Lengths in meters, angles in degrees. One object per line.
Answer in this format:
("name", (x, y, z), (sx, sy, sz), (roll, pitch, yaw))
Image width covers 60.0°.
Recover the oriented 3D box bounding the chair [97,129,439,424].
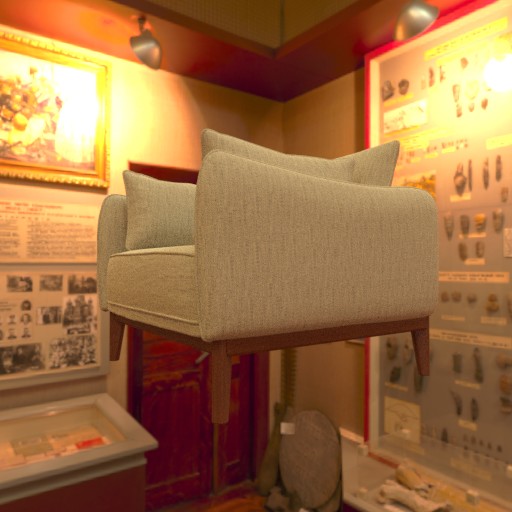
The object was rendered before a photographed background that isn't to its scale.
("chair", (0.000, 0.000, 1.714), (0.991, 0.855, 0.994), (1, -1, -35))
